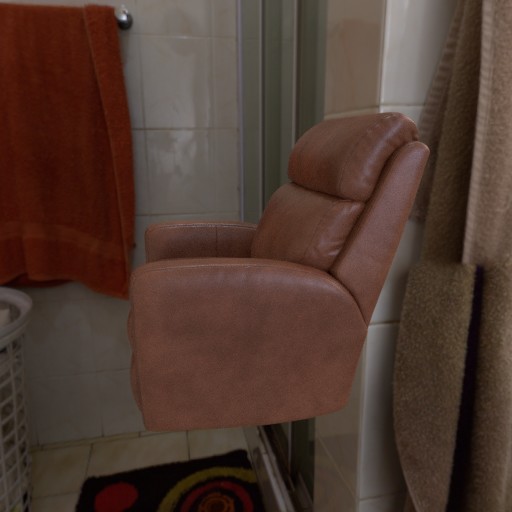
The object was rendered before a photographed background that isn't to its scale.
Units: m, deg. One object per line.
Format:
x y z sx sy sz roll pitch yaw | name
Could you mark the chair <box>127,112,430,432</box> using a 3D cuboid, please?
0.000 0.000 1.676 0.939 1.016 0.787 -3 15 -10 | chair
